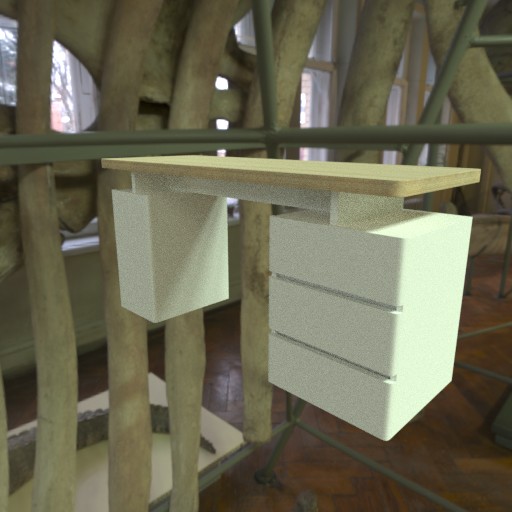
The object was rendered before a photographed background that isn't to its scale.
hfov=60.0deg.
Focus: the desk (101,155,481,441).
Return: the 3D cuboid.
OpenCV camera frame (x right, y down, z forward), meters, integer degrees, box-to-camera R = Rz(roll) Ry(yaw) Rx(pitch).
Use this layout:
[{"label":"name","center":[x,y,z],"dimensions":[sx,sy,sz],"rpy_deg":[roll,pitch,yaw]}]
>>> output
[{"label":"desk","center":[0.000,0.000,1.834],"dimensions":[1.500,0.755,0.550],"rpy_deg":[14,21,43]}]
